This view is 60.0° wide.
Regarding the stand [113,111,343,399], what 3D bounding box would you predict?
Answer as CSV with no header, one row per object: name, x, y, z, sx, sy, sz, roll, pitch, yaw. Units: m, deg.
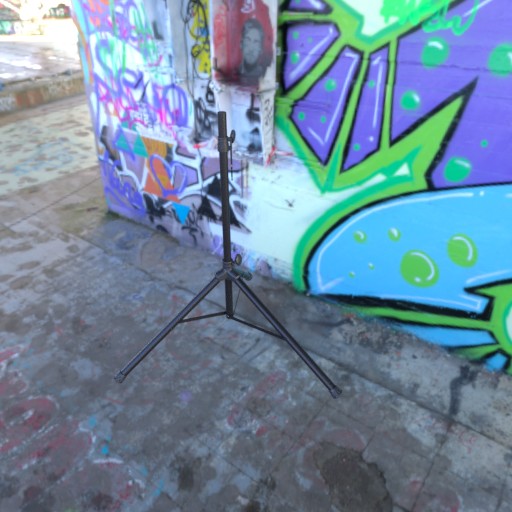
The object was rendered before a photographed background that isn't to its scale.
stand,0.000,0.000,1.856,0.907,1.136,1.045,21,37,31
